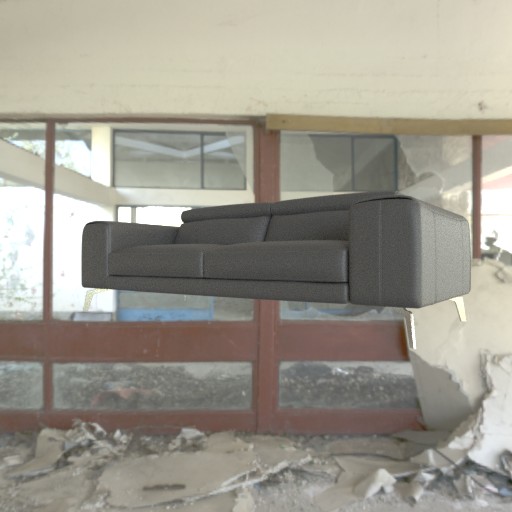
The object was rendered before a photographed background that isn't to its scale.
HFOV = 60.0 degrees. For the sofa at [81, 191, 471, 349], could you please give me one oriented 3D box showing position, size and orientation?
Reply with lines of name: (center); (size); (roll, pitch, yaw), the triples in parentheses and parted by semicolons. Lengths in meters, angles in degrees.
sofa: (0.000, 0.000, 2.816); (2.321, 0.759, 1.023); (0, -1, 36)
